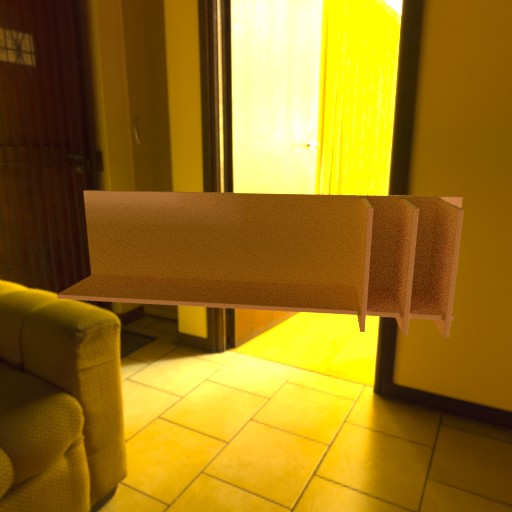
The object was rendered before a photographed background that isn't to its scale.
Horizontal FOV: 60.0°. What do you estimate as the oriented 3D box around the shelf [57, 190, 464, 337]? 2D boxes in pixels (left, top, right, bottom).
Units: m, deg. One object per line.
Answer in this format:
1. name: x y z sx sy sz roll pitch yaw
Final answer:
1. shelf: 0.000 0.000 1.137 1.020 0.300 0.200 2 14 8
